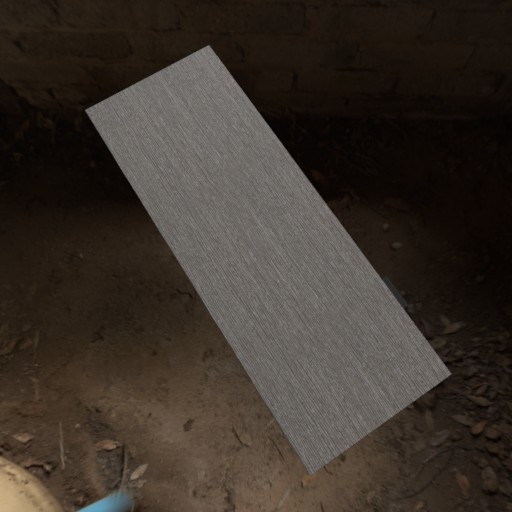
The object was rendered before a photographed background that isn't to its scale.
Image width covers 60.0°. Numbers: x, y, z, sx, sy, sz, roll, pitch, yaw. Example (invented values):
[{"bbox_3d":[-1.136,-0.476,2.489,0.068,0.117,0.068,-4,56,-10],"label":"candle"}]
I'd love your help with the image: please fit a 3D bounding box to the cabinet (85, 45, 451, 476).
[{"bbox_3d":[0.000,0.000,1.630,0.500,0.599,1.300,-32,77,-8],"label":"cabinet"}]
